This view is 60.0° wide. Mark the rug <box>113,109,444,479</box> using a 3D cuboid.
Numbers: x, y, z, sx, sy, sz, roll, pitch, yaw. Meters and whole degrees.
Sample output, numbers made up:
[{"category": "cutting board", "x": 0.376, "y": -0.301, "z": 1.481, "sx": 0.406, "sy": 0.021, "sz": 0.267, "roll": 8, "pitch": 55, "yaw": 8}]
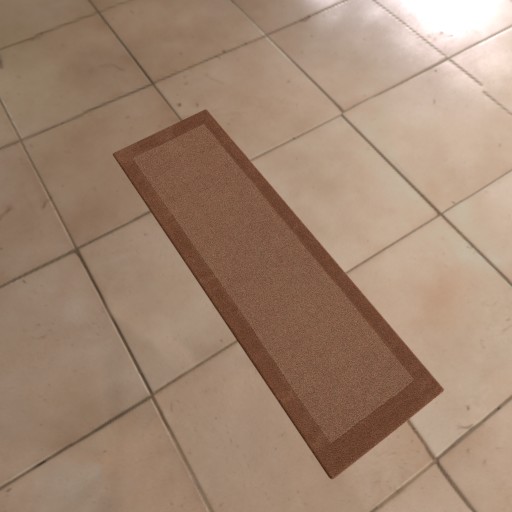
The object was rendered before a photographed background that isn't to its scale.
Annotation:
[{"category": "rug", "x": 0.000, "y": 0.000, "z": 2.706, "sx": 0.764, "sy": 0.017, "sz": 2.439, "roll": -31, "pitch": 67, "yaw": -15}]
